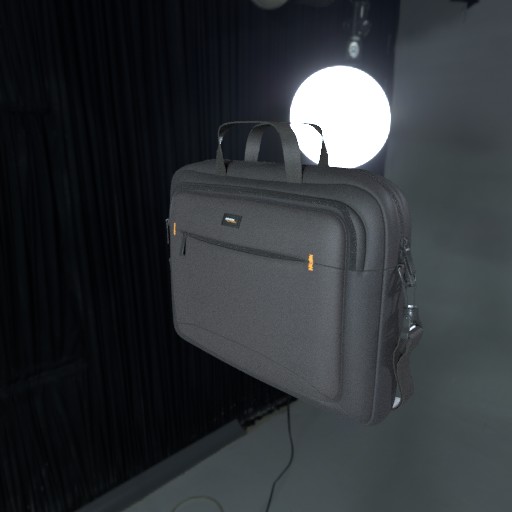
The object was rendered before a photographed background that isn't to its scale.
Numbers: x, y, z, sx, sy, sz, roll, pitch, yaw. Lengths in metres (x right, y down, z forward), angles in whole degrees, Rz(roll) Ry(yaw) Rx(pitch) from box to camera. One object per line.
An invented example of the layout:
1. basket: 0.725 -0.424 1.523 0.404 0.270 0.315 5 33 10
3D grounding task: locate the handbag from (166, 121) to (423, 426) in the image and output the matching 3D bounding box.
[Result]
1. handbag: 0.000 0.000 0.571 0.429 0.330 0.126 14 21 42
